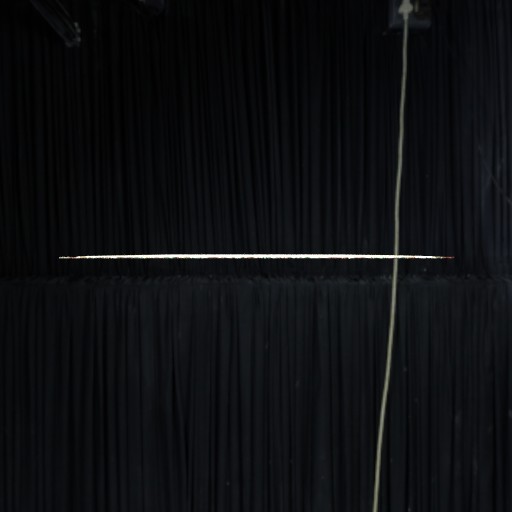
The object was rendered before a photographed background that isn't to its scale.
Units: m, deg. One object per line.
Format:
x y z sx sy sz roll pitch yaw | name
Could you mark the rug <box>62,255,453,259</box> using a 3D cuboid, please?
0.000 0.000 2.270 1.219 0.008 1.829 0 0 0 | rug
